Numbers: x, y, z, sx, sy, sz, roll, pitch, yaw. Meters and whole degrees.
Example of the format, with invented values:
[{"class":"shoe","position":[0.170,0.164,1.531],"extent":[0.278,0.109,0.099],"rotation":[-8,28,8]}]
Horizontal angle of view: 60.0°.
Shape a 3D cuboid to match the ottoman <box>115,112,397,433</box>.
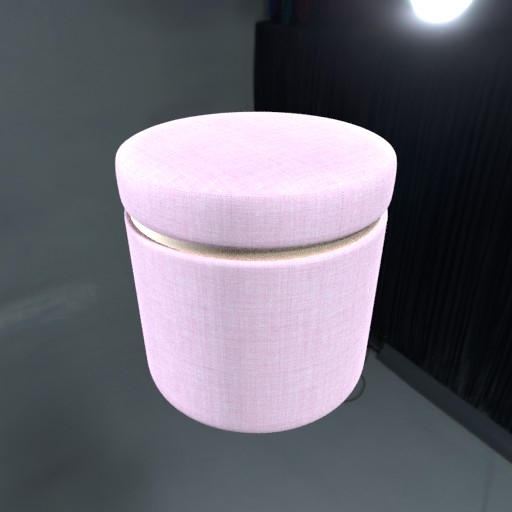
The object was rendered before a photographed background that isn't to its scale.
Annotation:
[{"class":"ottoman","position":[0.000,0.000,0.737],"extent":[0.400,0.406,0.400],"rotation":[0,30,0]}]
